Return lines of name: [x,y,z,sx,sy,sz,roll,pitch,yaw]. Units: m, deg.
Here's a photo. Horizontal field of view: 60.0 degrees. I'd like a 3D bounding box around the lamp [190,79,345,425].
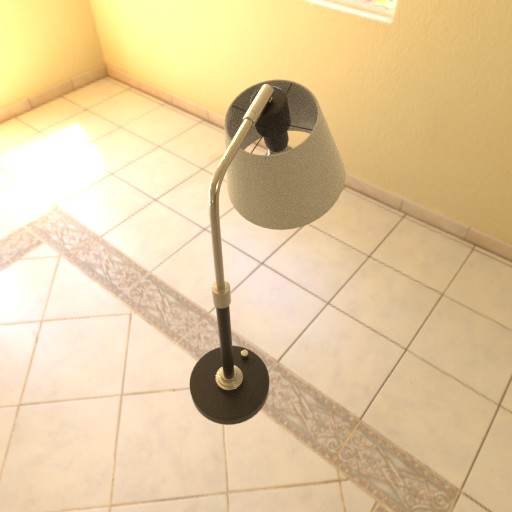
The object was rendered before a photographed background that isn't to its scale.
lamp: [0.000,0.000,0.697,0.181,0.539,0.348,23,52,19]
